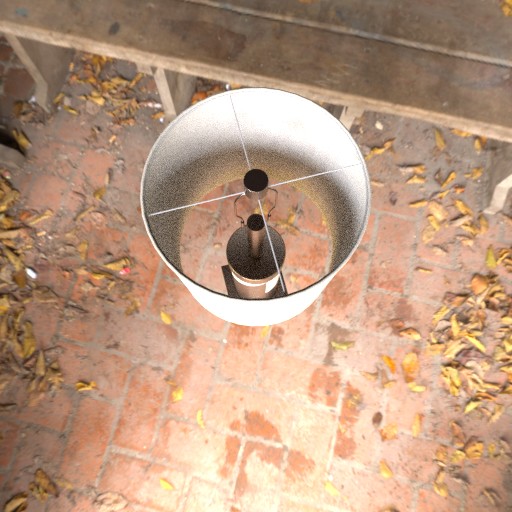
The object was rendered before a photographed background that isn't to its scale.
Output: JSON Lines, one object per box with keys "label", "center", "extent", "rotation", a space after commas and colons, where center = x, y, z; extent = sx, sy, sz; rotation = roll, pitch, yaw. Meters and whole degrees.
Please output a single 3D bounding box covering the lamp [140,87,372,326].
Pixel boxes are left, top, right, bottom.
{"label": "lamp", "center": [0.000, 0.000, 0.618], "extent": [0.202, 0.509, 0.202], "rotation": [-14, 76, -4]}
